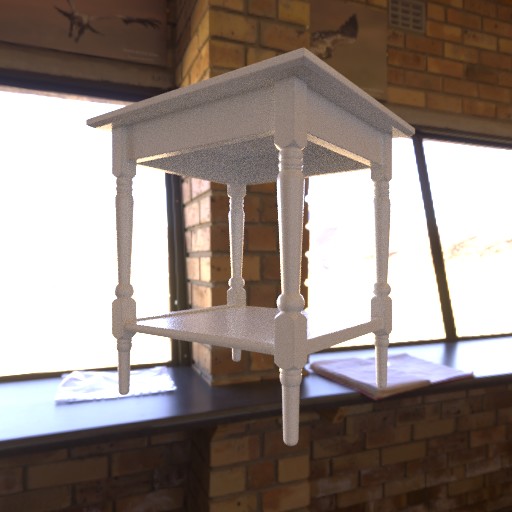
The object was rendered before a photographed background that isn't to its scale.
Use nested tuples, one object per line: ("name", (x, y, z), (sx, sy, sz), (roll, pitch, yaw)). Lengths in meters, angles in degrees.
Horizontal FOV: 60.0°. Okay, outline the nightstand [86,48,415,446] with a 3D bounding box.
("nightstand", (0.000, 0.000, 0.914), (0.505, 0.555, 0.459), (0, 0, 37))
